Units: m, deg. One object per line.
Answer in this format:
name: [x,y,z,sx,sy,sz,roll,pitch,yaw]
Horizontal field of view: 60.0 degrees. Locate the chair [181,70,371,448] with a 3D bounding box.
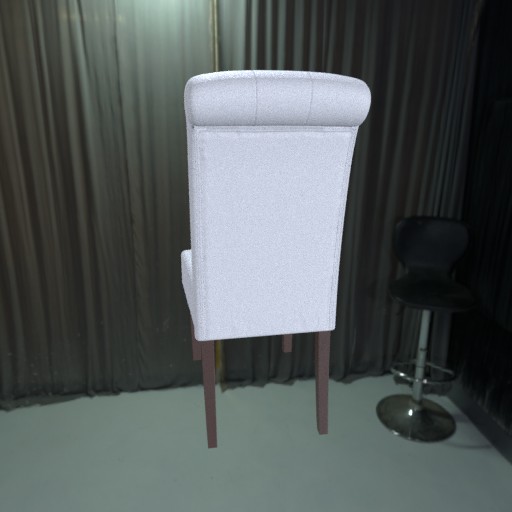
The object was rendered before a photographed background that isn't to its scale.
chair: [0.000,0.000,1.377,0.456,1.006,0.671,-3,16,-10]
